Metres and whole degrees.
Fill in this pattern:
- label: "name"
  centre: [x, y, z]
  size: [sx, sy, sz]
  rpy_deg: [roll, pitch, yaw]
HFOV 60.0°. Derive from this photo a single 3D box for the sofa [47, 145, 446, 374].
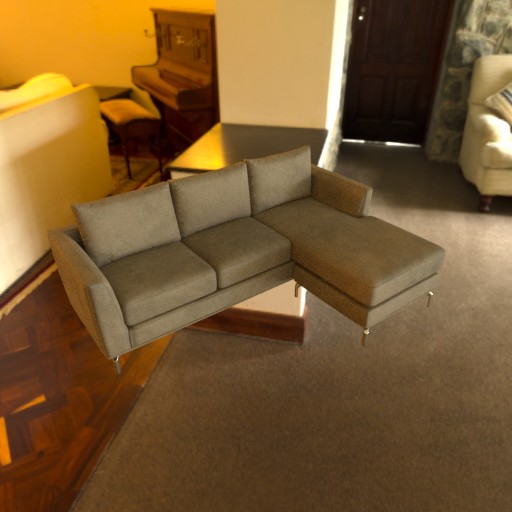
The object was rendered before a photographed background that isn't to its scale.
- label: "sofa"
  centre: [0.000, 0.000, 3.269]
  size: [2.438, 0.987, 1.622]
  rpy_deg: [-21, 37, -31]
